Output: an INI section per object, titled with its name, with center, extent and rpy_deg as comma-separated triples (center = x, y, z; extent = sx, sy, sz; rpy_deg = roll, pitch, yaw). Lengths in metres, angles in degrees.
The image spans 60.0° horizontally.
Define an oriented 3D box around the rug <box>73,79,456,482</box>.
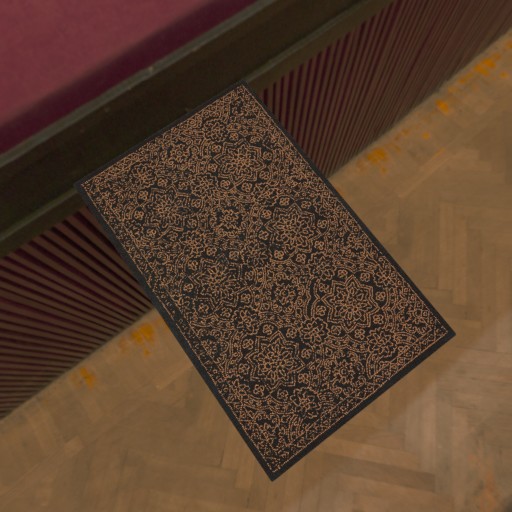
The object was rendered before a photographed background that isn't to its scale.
[rug]
center = 0.000, 0.000, 3.089
extent = 1.526, 0.015, 2.441
rpy_deg = -35, 78, -9
